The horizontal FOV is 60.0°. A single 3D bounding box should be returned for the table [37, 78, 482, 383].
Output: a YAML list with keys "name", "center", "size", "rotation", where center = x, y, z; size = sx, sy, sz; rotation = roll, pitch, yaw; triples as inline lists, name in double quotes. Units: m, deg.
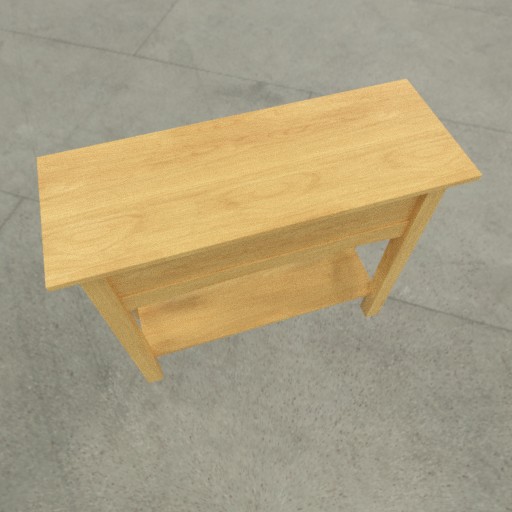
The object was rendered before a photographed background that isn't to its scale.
- name: "table"
  center: [0.000, 0.000, 1.261]
  size: [0.900, 0.728, 0.340]
  rotation: [-15, 59, -9]
